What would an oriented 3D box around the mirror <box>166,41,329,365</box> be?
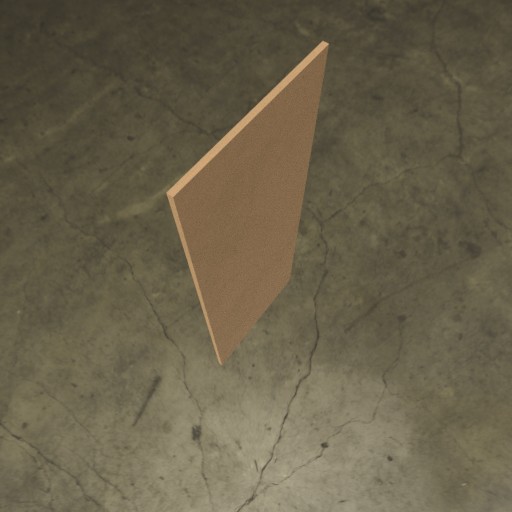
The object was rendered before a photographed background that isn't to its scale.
[{"bbox_3d":[0.000,0.000,2.313,0.026,2.031,0.812,34,68,16],"label":"mirror"}]
